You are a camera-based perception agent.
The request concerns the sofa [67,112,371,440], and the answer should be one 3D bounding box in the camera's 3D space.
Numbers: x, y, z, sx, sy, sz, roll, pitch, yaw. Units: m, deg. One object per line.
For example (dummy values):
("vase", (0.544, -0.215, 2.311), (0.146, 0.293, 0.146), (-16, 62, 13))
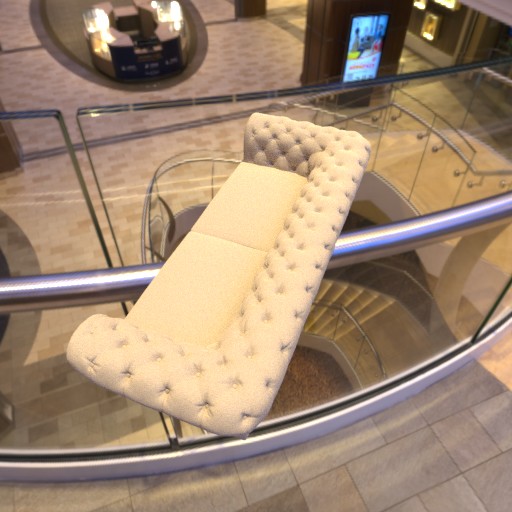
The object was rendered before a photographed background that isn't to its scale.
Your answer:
("sofa", (0.000, 0.000, 3.165), (1.076, 0.847, 2.694), (16, 48, 15))
